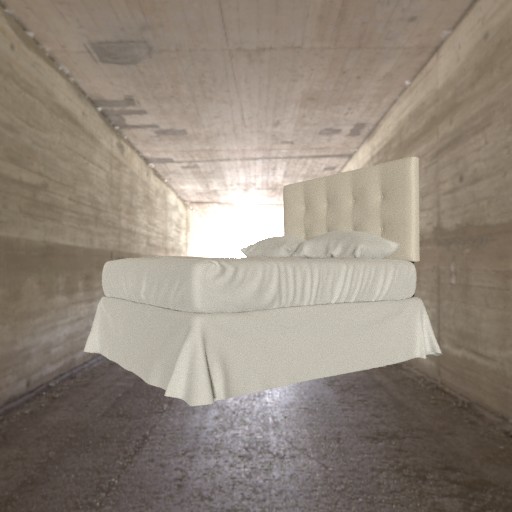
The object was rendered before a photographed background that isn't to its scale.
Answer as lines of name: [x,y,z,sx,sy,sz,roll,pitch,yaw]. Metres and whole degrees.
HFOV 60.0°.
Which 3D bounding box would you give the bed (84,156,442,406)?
bed: [0.000,0.000,3.564,2.222,1.577,1.936,1,-1,-36]
